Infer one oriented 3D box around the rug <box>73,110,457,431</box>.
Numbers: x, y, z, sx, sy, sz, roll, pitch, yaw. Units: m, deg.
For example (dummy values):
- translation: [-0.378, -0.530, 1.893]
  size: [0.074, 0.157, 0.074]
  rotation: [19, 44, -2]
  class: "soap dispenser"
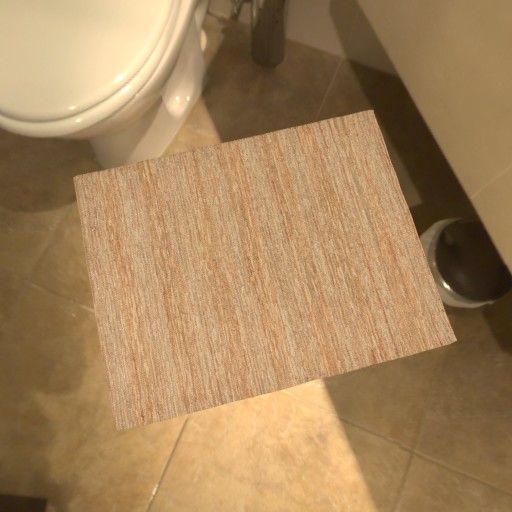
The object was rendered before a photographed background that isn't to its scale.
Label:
- translation: [0.000, 0.000, 3.931]
  size: [2.939, 0.009, 2.313]
  rotation: [-14, 76, -3]
  class: "rug"
